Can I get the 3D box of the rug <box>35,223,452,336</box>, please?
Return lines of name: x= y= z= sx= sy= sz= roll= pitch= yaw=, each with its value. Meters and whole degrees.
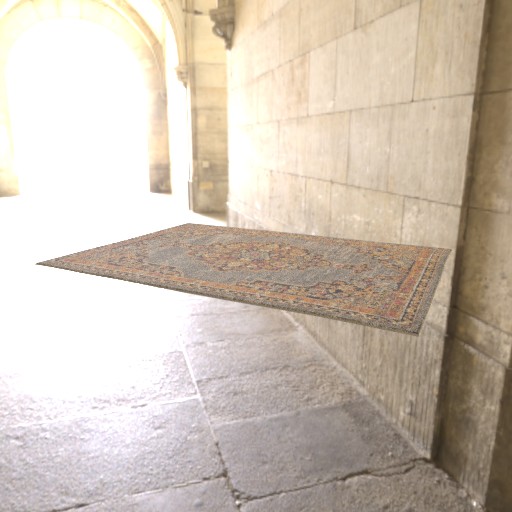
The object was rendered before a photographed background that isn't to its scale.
rug: x=0.000 y=0.000 z=3.940 sx=3.063 sy=0.024 sz=2.158 roll=7 pitch=16 yaw=27
